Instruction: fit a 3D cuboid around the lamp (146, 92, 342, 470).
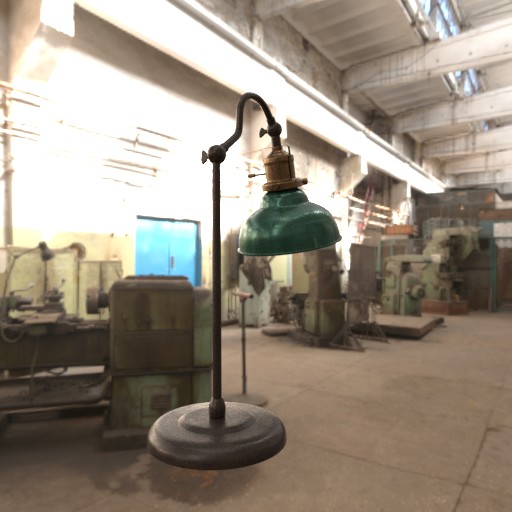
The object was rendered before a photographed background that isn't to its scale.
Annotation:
[{"bbox_3d":[0.000,0.000,0.693,0.192,0.508,0.374,0,-1,36],"label":"lamp"}]
